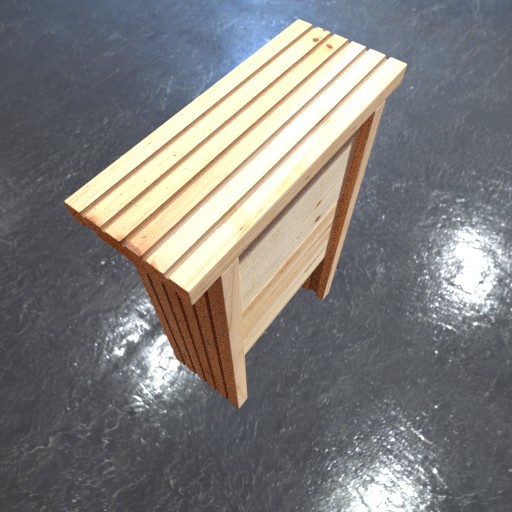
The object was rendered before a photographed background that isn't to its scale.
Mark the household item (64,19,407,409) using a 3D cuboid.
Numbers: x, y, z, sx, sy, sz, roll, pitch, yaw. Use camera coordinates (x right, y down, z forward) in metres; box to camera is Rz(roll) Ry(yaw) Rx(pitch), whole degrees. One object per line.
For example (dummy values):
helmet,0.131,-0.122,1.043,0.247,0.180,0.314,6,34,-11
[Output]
household item,0.000,0.000,0.538,0.123,0.407,0.301,33,63,19
